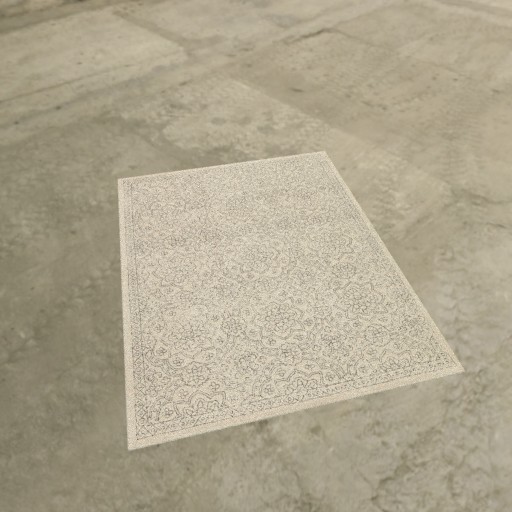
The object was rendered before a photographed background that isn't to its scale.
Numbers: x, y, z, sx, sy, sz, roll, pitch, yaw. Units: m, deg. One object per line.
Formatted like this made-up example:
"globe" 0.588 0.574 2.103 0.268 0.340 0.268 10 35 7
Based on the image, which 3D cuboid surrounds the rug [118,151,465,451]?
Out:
"rug" 0.000 0.000 4.105 2.441 0.015 3.050 -10 46 -9
